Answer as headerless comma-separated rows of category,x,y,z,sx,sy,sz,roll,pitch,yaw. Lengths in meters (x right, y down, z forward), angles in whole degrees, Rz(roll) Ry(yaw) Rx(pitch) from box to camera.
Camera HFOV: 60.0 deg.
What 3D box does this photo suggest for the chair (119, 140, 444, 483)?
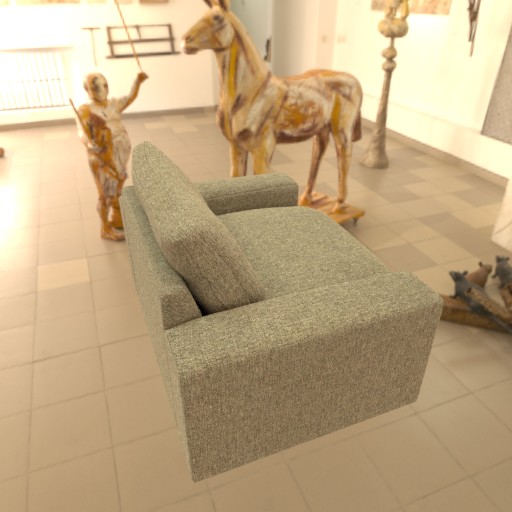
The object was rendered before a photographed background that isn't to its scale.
chair,0.000,0.000,2.048,1.039,0.915,1.398,-12,33,-19
